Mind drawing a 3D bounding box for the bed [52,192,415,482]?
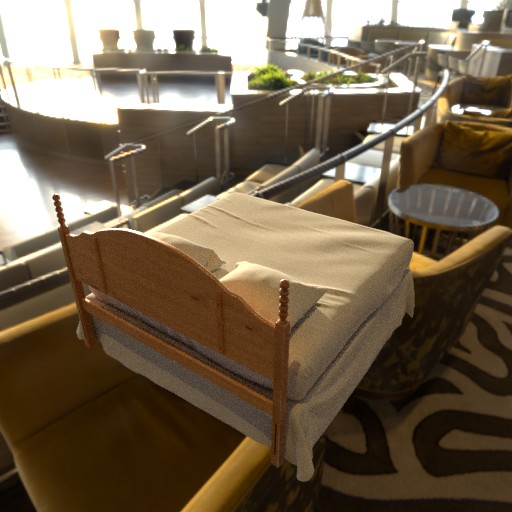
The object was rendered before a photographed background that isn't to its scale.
[{"bbox_3d":[0.000,0.000,3.660,2.322,1.355,2.219,20,35,30],"label":"bed"}]
